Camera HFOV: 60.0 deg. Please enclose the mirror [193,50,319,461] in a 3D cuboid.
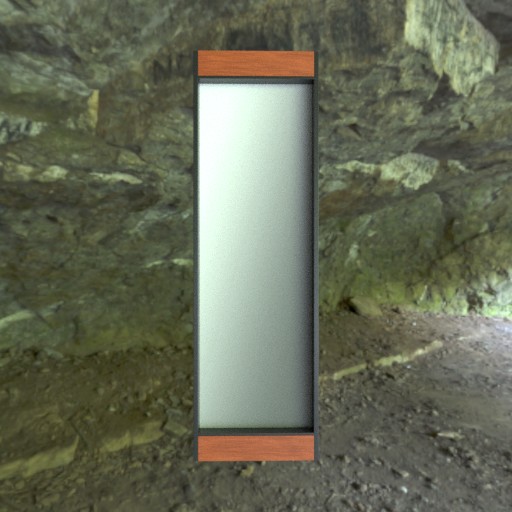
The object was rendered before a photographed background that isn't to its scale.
[{"bbox_3d":[0.000,0.000,1.236,0.343,1.123,0.047,0,0,-1],"label":"mirror"}]
